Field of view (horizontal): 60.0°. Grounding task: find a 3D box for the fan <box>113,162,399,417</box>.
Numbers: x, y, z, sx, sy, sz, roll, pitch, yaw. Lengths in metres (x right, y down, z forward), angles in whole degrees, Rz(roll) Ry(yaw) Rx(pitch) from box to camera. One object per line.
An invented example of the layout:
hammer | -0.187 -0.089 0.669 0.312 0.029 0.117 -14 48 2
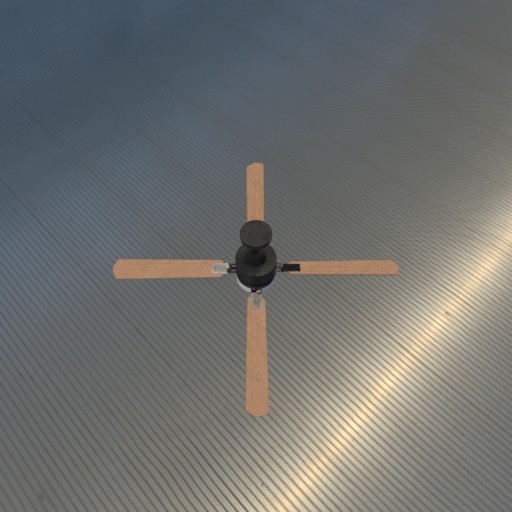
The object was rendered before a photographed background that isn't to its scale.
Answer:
fan | 0.000 0.000 1.957 1.320 0.355 1.320 0 58 0
